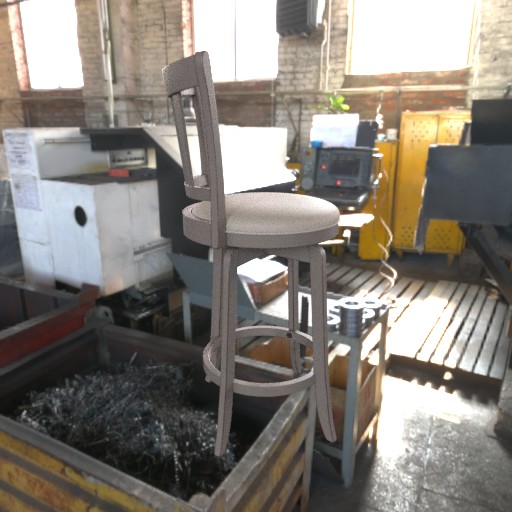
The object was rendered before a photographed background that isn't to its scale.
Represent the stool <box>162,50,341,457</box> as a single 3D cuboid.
[{"bbox_3d":[0.000,0.000,1.282,0.475,1.023,0.436,-3,17,-10],"label":"stool"}]
